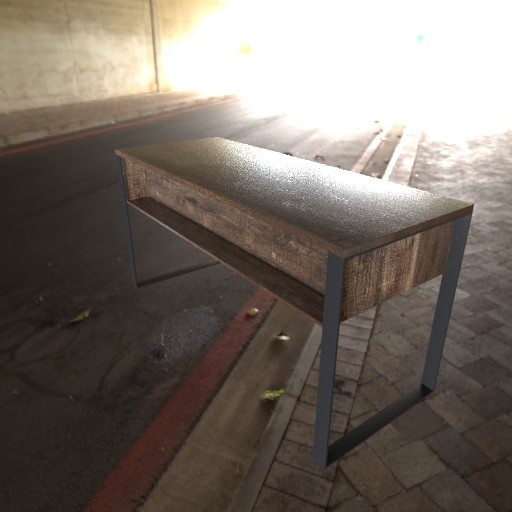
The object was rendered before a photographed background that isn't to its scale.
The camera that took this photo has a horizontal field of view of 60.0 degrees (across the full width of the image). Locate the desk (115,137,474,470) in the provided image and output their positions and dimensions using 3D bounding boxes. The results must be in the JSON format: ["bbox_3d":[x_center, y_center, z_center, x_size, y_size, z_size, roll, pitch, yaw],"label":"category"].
[{"bbox_3d":[0.000,0.000,1.958,0.599,0.762,1.524,-17,30,-33],"label":"desk"}]
